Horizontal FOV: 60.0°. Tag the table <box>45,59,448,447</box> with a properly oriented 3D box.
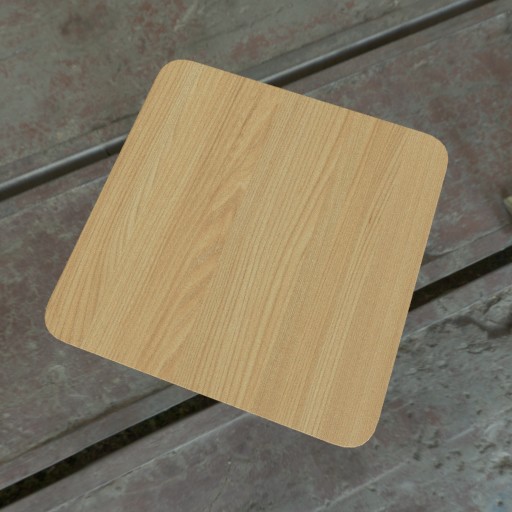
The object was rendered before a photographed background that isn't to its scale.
[{"bbox_3d":[0.000,0.000,1.233,0.750,0.450,0.750,19,76,5],"label":"table"}]
